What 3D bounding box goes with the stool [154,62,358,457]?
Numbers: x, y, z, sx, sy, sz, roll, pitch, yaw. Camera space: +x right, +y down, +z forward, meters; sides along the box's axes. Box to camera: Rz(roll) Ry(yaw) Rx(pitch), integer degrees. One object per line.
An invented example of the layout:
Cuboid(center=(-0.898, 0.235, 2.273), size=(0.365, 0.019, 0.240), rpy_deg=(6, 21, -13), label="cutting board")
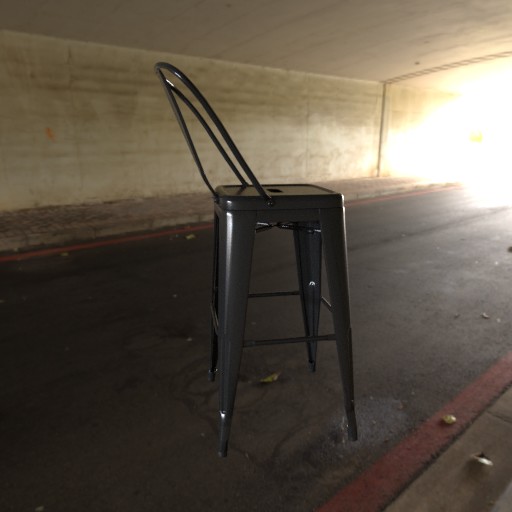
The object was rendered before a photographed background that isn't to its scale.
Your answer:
Cuboid(center=(0.000, 0.000, 1.304), size=(0.528, 1.022, 0.432), rpy_deg=(-3, 15, -10), label="stool")
